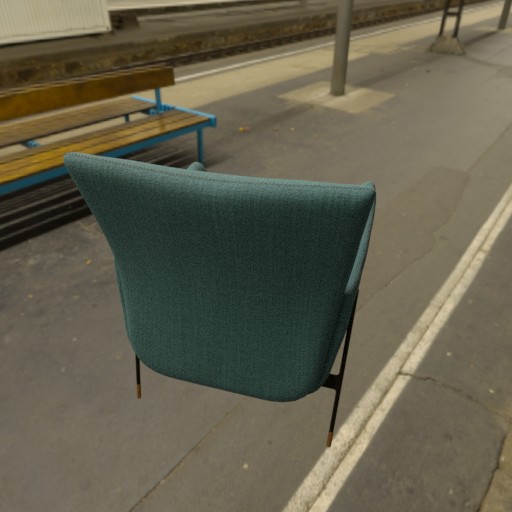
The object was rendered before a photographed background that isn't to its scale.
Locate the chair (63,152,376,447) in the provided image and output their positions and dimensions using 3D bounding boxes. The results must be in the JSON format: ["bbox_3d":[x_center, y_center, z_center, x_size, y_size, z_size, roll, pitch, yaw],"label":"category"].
[{"bbox_3d":[0.000,0.000,1.403,0.678,0.859,0.769,9,34,14],"label":"chair"}]
